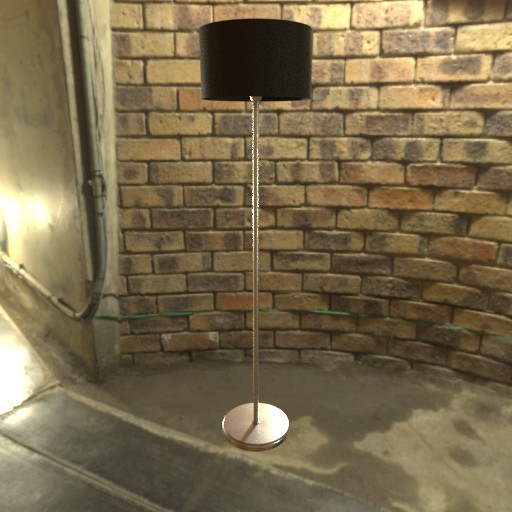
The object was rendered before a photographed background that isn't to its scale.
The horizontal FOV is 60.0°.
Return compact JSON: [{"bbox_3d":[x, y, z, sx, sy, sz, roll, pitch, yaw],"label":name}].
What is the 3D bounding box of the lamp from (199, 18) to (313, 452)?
[{"bbox_3d":[0.000,0.000,1.569,0.348,1.443,0.348,-3,17,-11],"label":"lamp"}]
